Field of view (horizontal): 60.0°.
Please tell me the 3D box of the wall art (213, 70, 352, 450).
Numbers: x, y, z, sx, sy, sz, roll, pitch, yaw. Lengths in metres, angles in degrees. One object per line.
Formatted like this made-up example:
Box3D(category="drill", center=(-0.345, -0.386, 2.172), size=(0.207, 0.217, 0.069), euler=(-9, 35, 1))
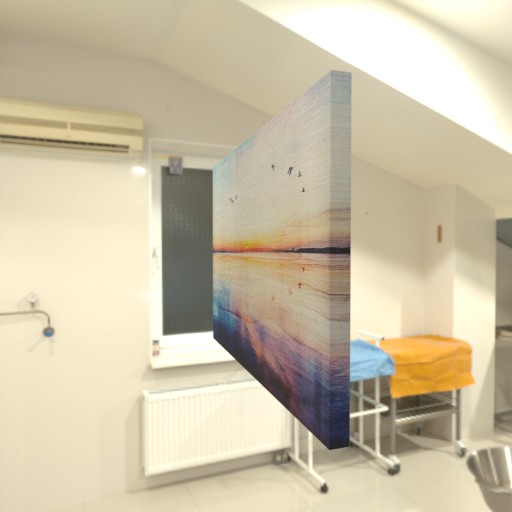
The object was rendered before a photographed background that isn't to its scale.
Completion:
Box3D(category="wall art", center=(0.000, 0.000, 1.143), size=(0.037, 0.605, 0.911), euler=(0, 1, -17))
